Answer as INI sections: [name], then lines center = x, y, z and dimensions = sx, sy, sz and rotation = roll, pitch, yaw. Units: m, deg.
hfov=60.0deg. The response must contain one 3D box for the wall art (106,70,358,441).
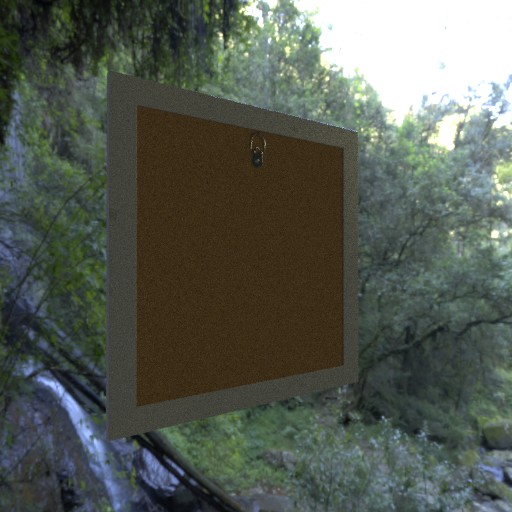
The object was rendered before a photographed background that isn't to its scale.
[wall art]
center = 0.000, 0.000, 0.861
dimensions = 0.572, 0.577, 0.015
rotation = 0, 0, -36
